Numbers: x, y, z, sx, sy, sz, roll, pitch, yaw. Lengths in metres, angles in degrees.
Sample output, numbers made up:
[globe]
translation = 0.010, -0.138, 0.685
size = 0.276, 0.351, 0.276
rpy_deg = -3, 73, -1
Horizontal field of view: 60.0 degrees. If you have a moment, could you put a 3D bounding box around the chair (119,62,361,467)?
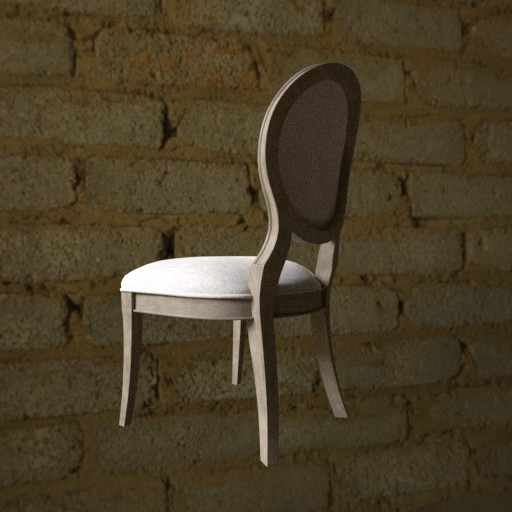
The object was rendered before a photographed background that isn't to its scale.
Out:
[chair]
translation = 0.000, 0.000, 1.324
size = 0.602, 0.990, 0.558
rpy_deg = 0, 1, 37
